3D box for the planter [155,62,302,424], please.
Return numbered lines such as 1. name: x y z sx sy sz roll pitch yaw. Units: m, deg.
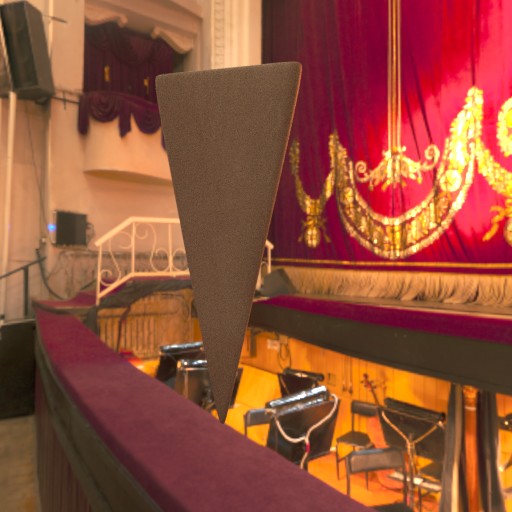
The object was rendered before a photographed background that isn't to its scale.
1. planter: 0.000 0.000 0.273 0.101 0.224 0.081 1 -2 -37
